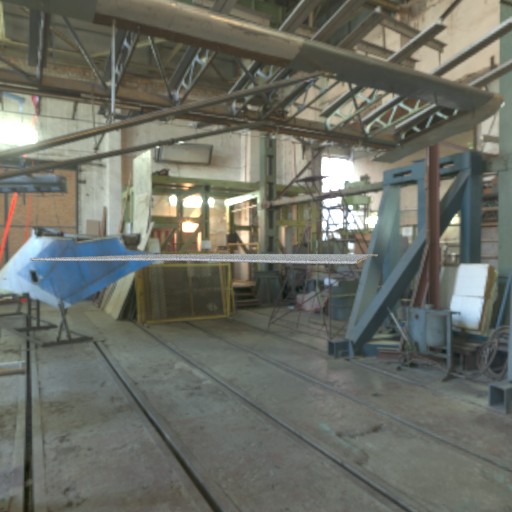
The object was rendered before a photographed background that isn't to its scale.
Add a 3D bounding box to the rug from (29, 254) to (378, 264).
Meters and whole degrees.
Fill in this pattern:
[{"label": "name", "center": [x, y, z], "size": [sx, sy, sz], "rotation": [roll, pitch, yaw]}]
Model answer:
[{"label": "rug", "center": [0.000, 0.000, 2.273], "size": [1.154, 0.021, 1.792], "rotation": [0, 1, 17]}]
